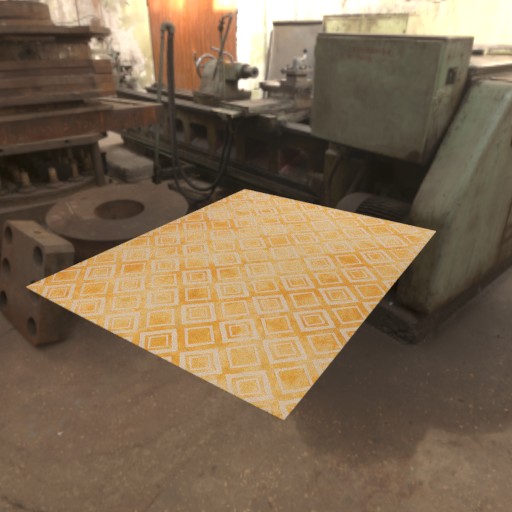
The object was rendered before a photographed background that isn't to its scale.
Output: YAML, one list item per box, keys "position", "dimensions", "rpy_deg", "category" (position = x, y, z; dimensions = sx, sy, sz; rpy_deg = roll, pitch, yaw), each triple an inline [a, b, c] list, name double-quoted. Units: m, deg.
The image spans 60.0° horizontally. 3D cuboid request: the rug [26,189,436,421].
- position: [0.000, 0.000, 4.071]
  dimensions: [2.433, 0.011, 3.037]
  rpy_deg: [17, 31, 30]
  category: "rug"
